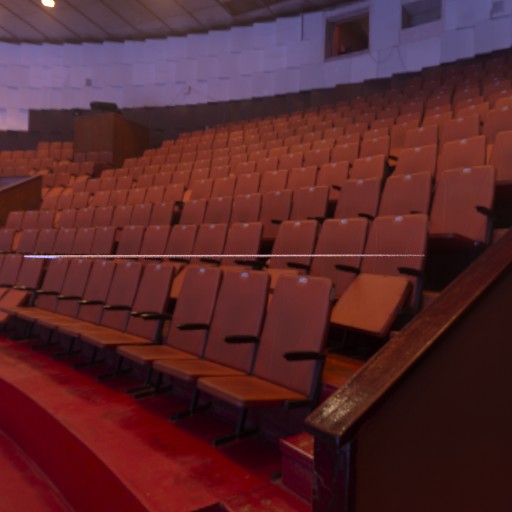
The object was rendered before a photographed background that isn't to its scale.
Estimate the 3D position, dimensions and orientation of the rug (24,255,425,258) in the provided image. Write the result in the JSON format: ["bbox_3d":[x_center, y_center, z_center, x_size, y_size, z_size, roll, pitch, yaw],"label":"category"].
[{"bbox_3d":[0.000,0.000,2.529,2.277,0.008,0.676,0,0,-36],"label":"rug"}]
